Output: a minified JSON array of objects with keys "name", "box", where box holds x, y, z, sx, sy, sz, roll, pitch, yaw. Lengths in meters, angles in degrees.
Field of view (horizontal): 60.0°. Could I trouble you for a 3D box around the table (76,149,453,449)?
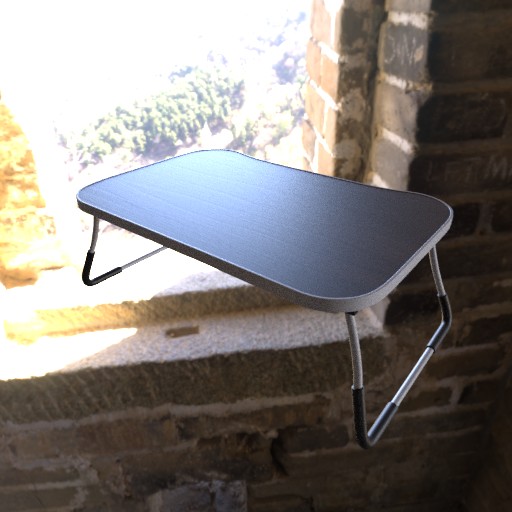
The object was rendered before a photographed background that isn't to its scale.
[{"name":"table","box":[0.000,0.000,0.832,0.660,0.232,0.400,21,36,33]}]
